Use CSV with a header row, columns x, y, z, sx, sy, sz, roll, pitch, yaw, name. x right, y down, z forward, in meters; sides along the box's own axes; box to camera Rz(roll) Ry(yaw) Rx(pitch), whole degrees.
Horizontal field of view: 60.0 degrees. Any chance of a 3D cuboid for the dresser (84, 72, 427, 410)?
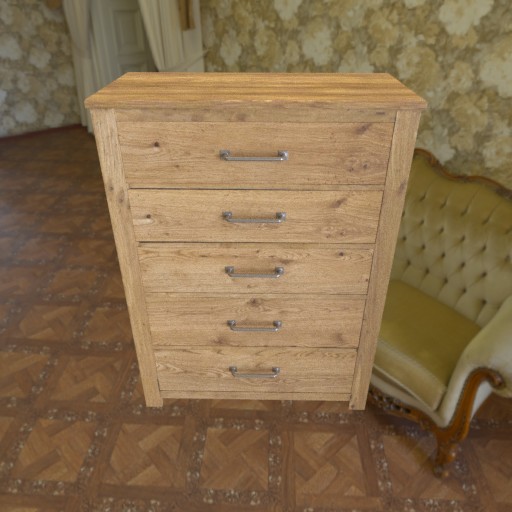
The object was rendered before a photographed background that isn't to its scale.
x,y,z,sx,sy,sz,roll,pitch,yaw,name
0.000,0.000,1.963,1.081,1.431,0.558,1,32,1,dresser
